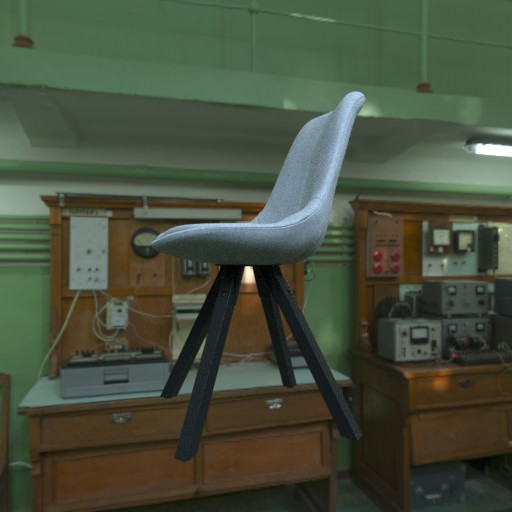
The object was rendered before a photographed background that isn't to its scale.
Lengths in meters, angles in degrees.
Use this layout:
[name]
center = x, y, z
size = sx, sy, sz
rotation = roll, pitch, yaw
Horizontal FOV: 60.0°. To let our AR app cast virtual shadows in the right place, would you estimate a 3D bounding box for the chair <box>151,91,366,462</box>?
[chair]
center = 0.000, 0.000, 1.194
size = 0.550, 0.850, 0.485
rotation = 0, 0, -17
